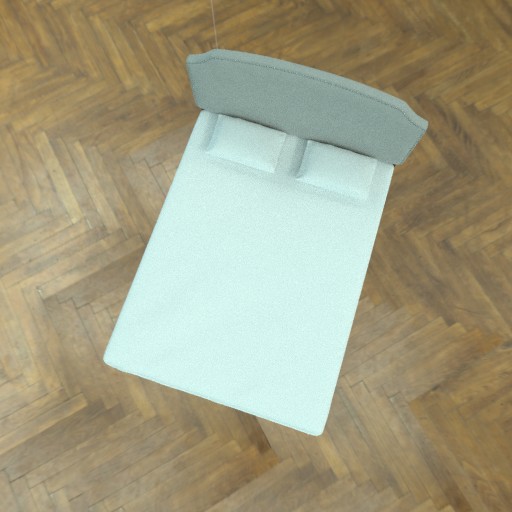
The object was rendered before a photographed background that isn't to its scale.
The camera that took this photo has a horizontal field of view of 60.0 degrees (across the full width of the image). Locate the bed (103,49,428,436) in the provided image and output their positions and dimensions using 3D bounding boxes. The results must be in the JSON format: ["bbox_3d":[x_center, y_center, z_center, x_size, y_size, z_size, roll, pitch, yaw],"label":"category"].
[{"bbox_3d":[0.000,0.000,2.891,1.558,1.270,1.999,17,77,4],"label":"bed"}]
